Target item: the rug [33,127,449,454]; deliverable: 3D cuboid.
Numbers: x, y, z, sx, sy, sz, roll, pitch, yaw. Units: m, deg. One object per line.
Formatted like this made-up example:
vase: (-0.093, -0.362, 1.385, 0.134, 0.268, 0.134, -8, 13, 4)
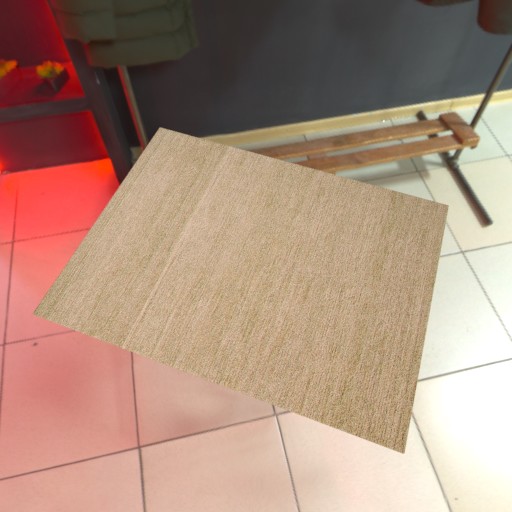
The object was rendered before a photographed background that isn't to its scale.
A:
rug: (0.000, 0.000, 4.108, 3.198, 0.016, 2.425, 17, 60, 10)
